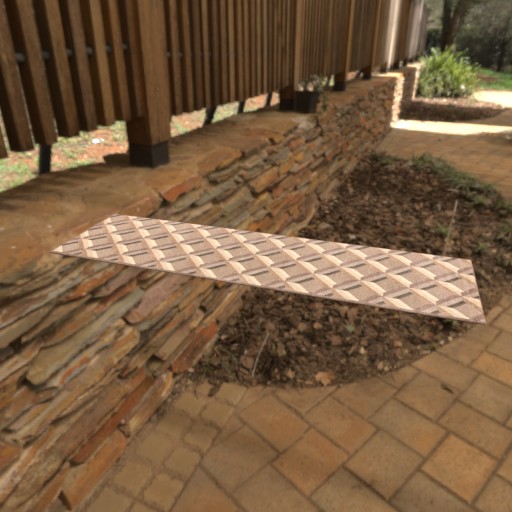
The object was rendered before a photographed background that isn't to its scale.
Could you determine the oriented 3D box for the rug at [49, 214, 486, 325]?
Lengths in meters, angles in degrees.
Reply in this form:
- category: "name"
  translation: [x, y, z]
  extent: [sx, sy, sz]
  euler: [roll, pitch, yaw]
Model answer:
- category: "rug"
  translation: [0.000, 0.000, 2.652]
  extent: [2.437, 0.013, 0.685]
  euler: [8, 27, 16]
